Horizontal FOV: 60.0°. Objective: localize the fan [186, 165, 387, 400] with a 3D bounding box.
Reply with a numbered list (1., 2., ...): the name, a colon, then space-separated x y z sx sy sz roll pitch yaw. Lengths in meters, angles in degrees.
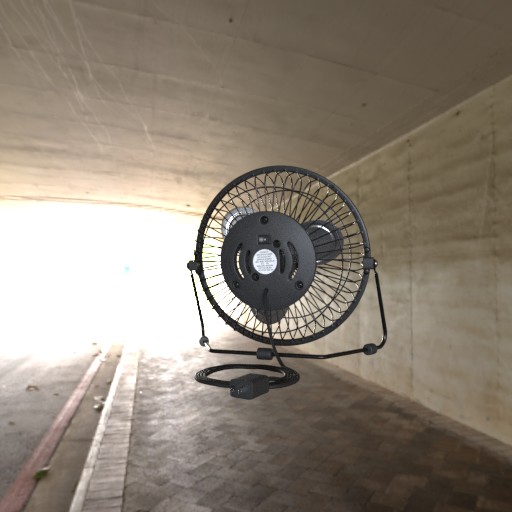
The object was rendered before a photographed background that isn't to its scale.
1. fan: 0.000 0.000 0.386 0.209 0.188 0.227 -1 -3 19
